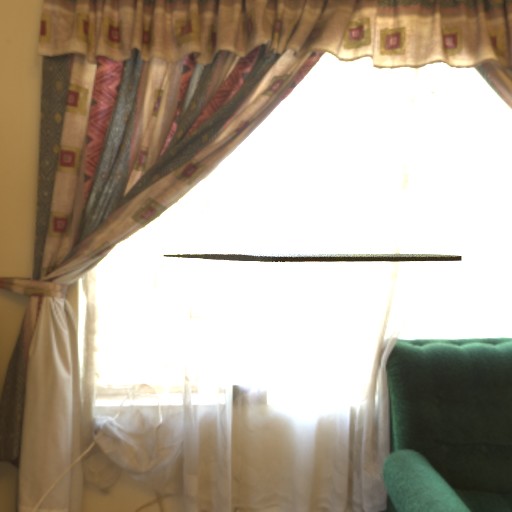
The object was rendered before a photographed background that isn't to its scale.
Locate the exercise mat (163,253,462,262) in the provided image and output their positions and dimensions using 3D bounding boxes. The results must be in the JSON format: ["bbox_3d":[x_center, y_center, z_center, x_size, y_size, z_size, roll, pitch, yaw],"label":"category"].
[{"bbox_3d":[0.000,0.000,2.003,0.616,0.021,1.869,0,0,-19],"label":"exercise mat"}]
